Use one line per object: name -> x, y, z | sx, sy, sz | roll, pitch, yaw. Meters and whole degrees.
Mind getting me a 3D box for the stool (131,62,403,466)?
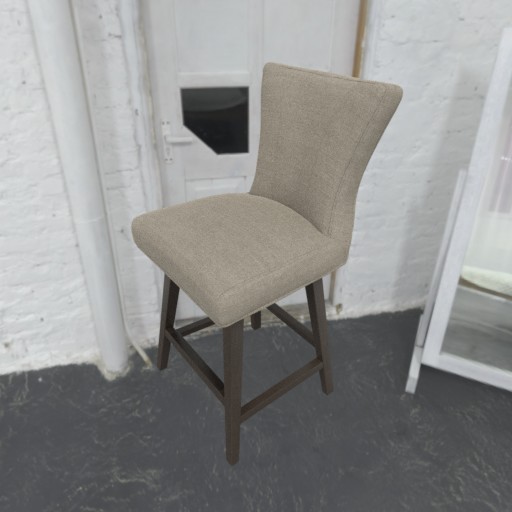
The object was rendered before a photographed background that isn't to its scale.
stool -> 0.000, 0.000, 1.337 | 0.574, 1.000, 0.514 | -21, 37, -31
